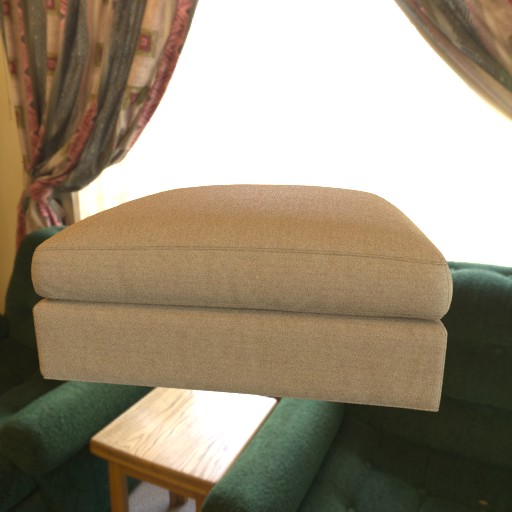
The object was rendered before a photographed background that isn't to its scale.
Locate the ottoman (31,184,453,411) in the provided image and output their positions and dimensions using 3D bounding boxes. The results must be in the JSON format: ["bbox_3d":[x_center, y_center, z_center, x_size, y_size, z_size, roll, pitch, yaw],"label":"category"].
[{"bbox_3d":[0.000,0.000,1.545,1.041,0.470,1.041,2,14,8],"label":"ottoman"}]
